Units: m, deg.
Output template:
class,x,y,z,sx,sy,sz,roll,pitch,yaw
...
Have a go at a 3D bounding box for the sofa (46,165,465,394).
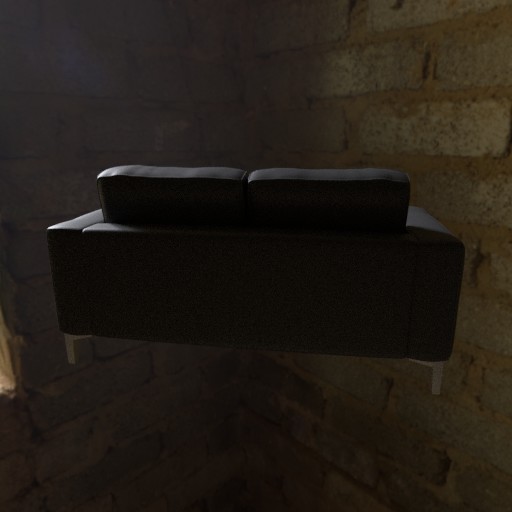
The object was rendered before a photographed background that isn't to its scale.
class,x,y,z,sx,sy,sz,roll,pitch,yaw
sofa,0.000,0.000,2.183,1.726,0.893,0.833,2,16,9
